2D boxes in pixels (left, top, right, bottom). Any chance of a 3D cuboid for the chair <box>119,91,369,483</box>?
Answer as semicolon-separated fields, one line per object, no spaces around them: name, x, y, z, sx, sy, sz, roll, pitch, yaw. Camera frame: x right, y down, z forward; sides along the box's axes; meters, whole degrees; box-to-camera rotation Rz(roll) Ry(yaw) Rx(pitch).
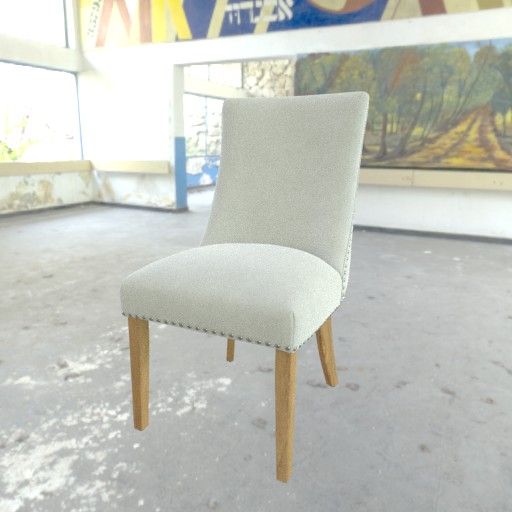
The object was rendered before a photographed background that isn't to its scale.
chair;0.000;0.000;1.250;0.495;0.902;0.610;7;16;26
